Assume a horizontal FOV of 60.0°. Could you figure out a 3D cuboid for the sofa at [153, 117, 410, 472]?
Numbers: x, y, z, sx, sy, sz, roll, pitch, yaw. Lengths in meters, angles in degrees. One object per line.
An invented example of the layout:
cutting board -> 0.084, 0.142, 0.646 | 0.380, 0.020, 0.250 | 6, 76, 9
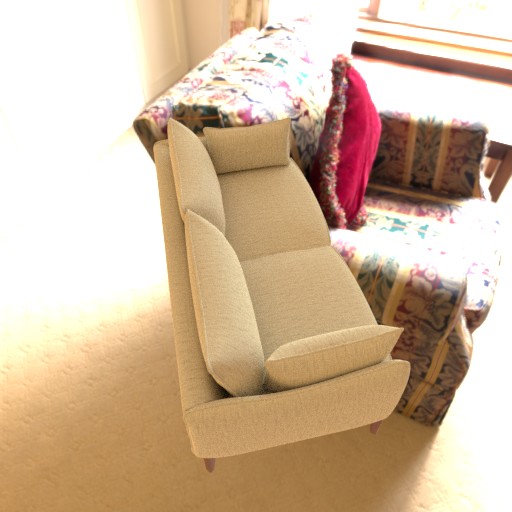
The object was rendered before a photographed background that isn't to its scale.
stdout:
sofa -> 0.000, 0.000, 2.521 | 0.991, 0.860, 1.989 | -9, 47, -9
